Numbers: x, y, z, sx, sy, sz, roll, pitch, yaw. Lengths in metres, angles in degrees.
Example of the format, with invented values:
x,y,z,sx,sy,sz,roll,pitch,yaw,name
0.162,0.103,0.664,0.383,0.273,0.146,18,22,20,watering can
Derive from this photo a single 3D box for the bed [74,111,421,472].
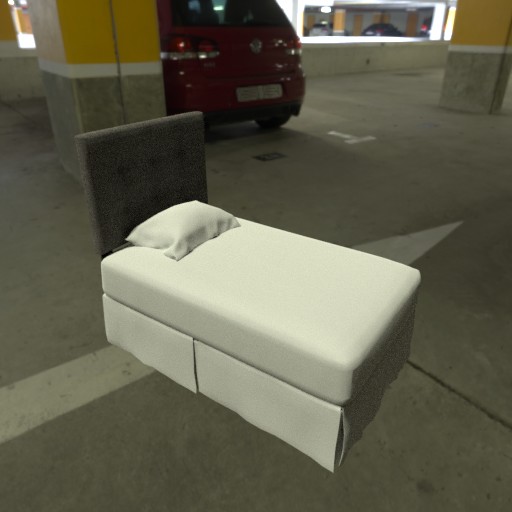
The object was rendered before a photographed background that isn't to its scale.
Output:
x,y,z,sx,sy,sz,roll,pitch,yaw,name
0.000,0.000,2.996,1.997,1.571,1.261,18,32,31,bed
